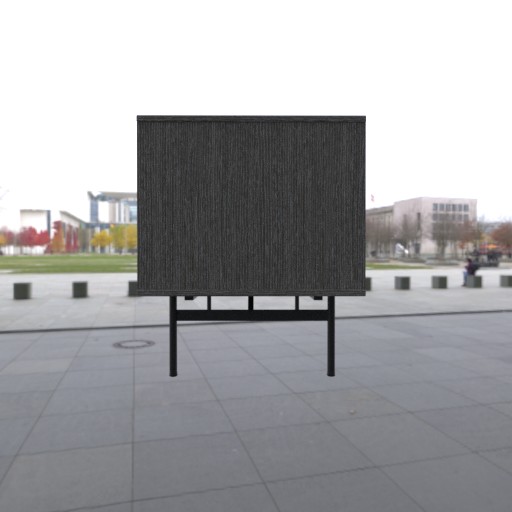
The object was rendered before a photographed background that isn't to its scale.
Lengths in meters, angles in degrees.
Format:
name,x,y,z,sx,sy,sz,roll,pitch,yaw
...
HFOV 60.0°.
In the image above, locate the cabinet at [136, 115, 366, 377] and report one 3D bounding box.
name,x,y,z,sx,sy,sz,roll,pitch,yaw
cabinet,0.000,0.000,1.570,0.500,0.599,1.300,0,1,0
